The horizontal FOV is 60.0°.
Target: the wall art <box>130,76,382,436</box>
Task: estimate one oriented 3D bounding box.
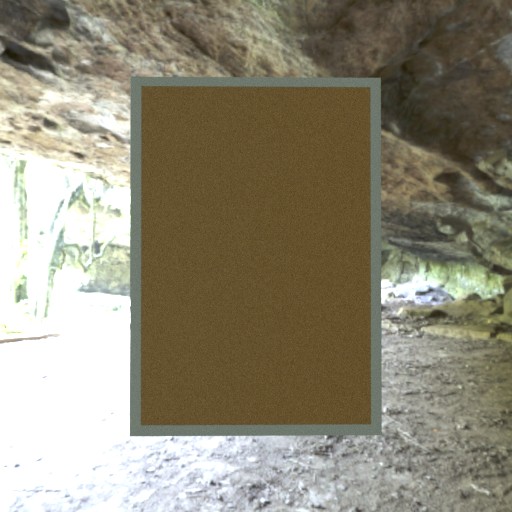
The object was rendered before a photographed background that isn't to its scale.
[{"bbox_3d":[0.000,0.000,0.541,0.303,0.433,0.013,0,0,-1],"label":"wall art"}]
